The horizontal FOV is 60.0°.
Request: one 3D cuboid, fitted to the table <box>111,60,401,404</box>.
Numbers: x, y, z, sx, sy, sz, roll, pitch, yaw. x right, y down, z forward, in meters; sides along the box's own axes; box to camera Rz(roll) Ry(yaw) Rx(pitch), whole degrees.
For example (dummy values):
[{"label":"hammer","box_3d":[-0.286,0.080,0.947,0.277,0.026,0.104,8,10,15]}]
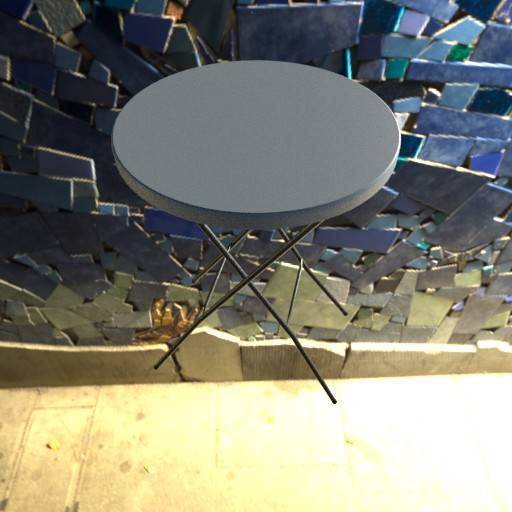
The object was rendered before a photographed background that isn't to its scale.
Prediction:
[{"label":"table","box_3d":[0.000,0.000,1.637,0.795,1.105,0.792,10,48,9]}]
